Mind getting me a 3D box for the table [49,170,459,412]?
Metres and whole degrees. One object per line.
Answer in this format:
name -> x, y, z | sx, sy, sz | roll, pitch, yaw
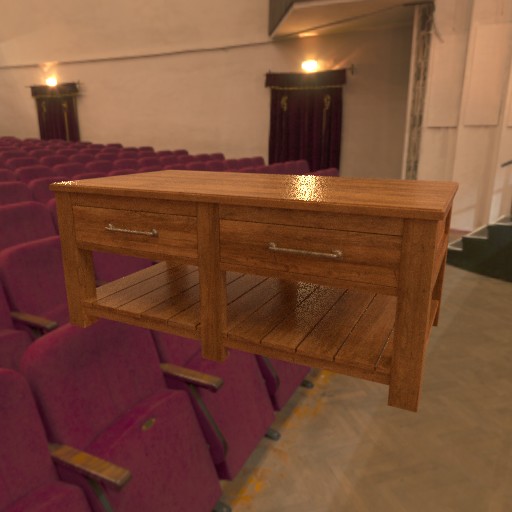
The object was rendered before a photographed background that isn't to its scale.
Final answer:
table -> 0.000, 0.000, 1.466 | 1.150, 0.480, 0.635 | 7, 17, 25
